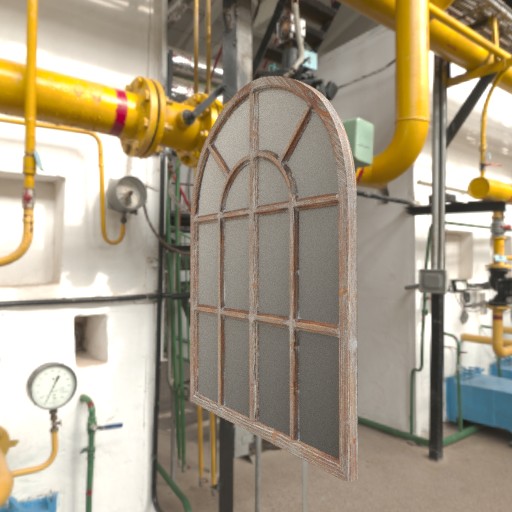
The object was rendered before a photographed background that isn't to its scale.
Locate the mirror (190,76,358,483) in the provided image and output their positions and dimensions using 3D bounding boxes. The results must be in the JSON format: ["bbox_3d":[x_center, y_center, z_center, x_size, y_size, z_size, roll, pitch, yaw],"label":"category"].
[{"bbox_3d":[0.000,0.000,1.170,0.032,0.920,0.660,1,-1,-37],"label":"mirror"}]
